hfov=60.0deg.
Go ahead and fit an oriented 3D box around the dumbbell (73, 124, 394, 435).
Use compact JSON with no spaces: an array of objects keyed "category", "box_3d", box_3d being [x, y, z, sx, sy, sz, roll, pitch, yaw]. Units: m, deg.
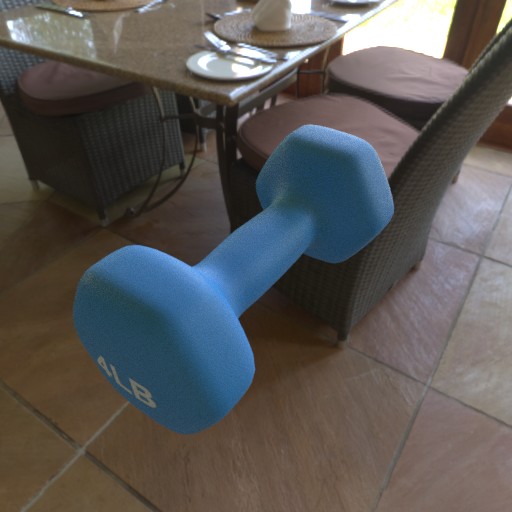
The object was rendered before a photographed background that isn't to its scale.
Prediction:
[{"category":"dumbbell","box_3d":[0.000,0.000,0.193,0.074,0.066,0.152,26,47,27]}]
